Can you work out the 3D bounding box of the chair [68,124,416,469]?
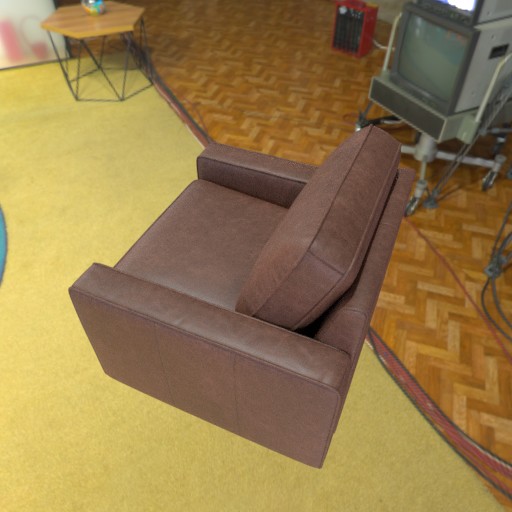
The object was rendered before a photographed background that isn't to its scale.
[{"bbox_3d":[0.000,0.000,1.692,0.940,0.919,1.017,17,47,17],"label":"chair"}]
